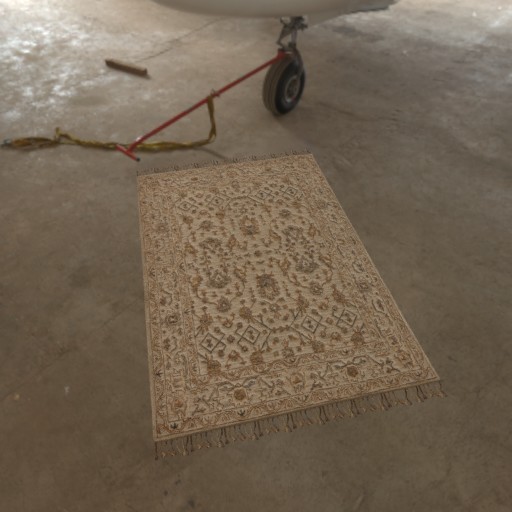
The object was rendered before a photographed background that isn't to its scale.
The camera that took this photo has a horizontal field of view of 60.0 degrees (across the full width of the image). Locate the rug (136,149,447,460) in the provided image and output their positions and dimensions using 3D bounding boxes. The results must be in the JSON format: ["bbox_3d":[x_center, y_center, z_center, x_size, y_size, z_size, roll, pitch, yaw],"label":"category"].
[{"bbox_3d":[0.000,0.000,3.025,1.529,0.027,2.434,-9,46,-9],"label":"rug"}]
